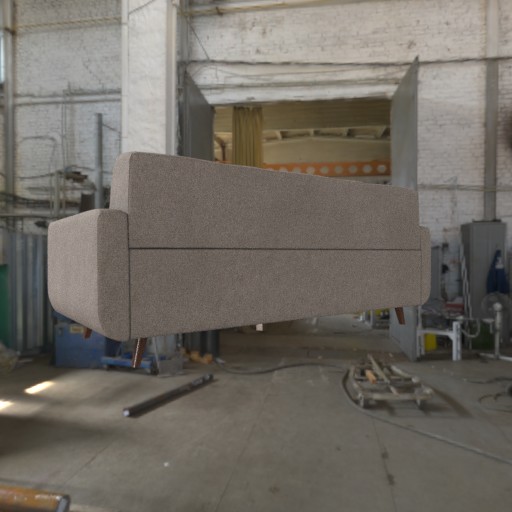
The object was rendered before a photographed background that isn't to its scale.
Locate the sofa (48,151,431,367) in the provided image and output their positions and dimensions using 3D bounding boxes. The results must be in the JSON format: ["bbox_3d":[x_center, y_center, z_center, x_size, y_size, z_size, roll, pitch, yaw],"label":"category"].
[{"bbox_3d":[0.000,0.000,2.510,2.029,0.841,0.909,0,1,-36],"label":"sofa"}]
